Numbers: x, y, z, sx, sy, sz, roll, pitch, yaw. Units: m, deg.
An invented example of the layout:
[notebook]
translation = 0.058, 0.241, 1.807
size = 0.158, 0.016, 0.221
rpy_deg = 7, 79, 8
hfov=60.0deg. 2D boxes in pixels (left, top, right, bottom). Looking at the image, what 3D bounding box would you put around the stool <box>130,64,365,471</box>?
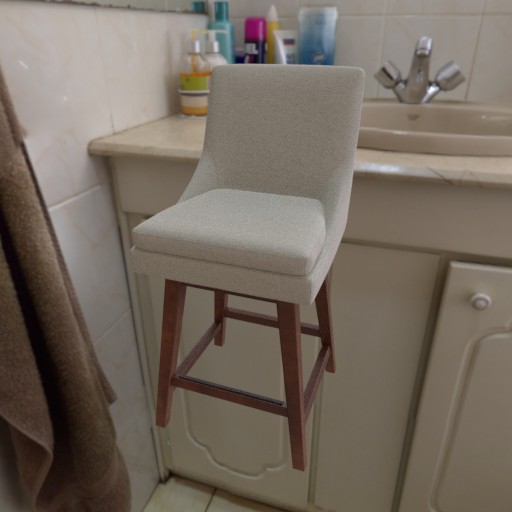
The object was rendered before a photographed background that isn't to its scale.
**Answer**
[stool]
translation = 0.000, 0.000, 1.275
size = 0.469, 0.991, 0.559
rpy_deg = 9, 28, 18
